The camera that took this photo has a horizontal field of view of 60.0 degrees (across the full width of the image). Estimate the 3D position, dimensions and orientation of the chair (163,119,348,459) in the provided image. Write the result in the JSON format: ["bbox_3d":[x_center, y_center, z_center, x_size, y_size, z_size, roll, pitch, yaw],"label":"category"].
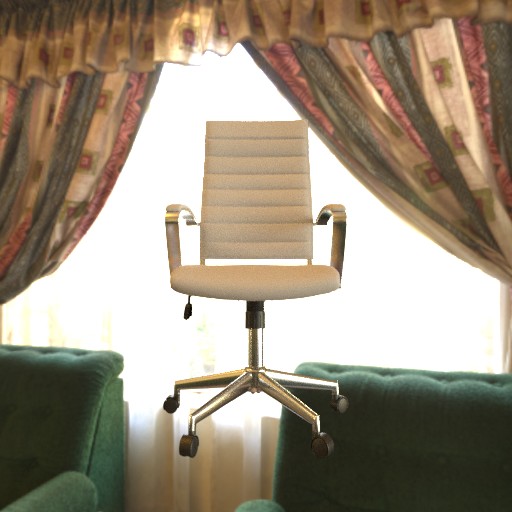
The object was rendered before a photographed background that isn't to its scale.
[{"bbox_3d":[0.000,0.000,1.569,0.679,1.149,0.667,0,0,0],"label":"chair"}]
